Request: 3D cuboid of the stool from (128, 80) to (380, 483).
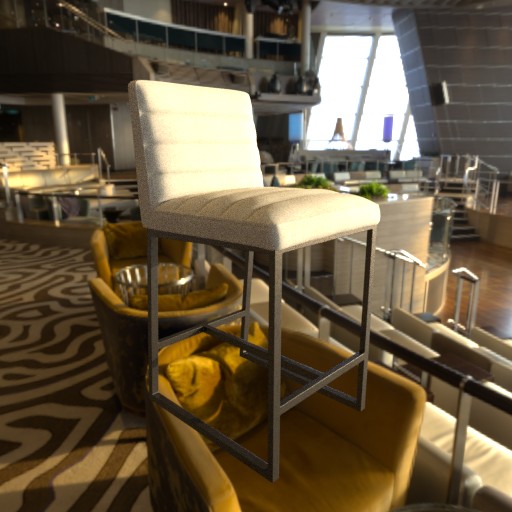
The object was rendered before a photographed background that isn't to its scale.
[{"bbox_3d":[0.000,0.000,1.287,0.567,0.971,0.459,13,19,42],"label":"stool"}]
